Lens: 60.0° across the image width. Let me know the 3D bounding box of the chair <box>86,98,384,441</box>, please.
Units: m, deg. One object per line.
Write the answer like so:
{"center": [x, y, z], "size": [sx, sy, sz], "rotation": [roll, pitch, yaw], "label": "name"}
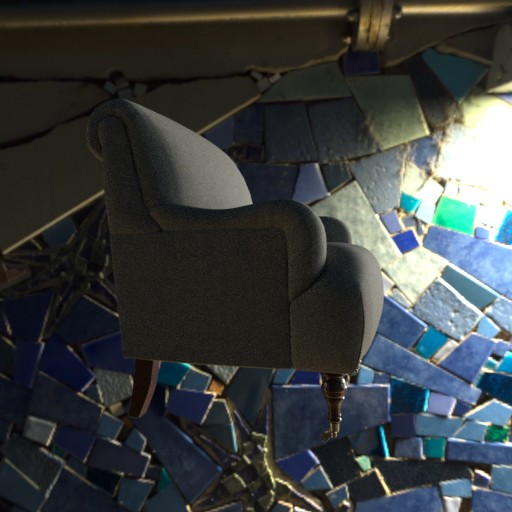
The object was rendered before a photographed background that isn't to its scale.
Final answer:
{"center": [0.000, 0.000, 1.521], "size": [0.843, 0.942, 0.766], "rotation": [0, 1, 18], "label": "chair"}
